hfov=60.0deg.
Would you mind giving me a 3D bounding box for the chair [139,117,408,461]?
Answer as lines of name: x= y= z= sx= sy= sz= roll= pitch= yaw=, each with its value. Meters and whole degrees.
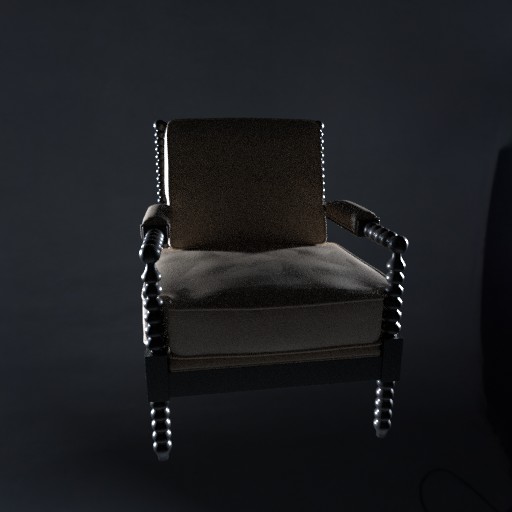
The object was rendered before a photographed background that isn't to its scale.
chair: x=0.000 y=0.000 z=1.154 sx=0.555 sy=0.703 sz=0.657 roll=-2 pitch=15 yaw=-8
